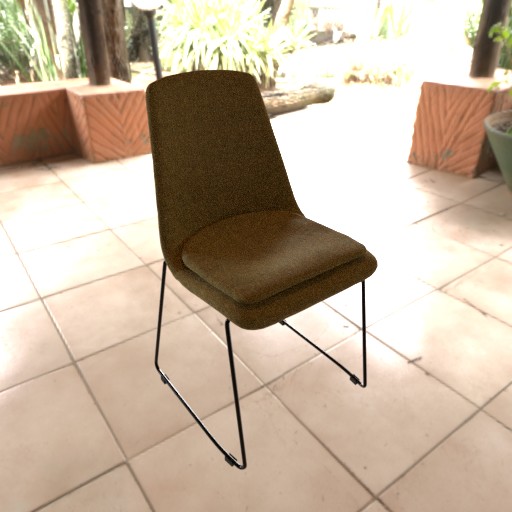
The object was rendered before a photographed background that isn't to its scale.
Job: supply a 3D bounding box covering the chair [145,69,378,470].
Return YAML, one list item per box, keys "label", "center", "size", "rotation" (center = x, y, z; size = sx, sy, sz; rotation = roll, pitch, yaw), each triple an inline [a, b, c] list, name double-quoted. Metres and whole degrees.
- label: "chair"
  center: [0.000, 0.000, 1.149]
  size: [0.479, 0.849, 0.496]
  rotation: [-20, 36, -32]
